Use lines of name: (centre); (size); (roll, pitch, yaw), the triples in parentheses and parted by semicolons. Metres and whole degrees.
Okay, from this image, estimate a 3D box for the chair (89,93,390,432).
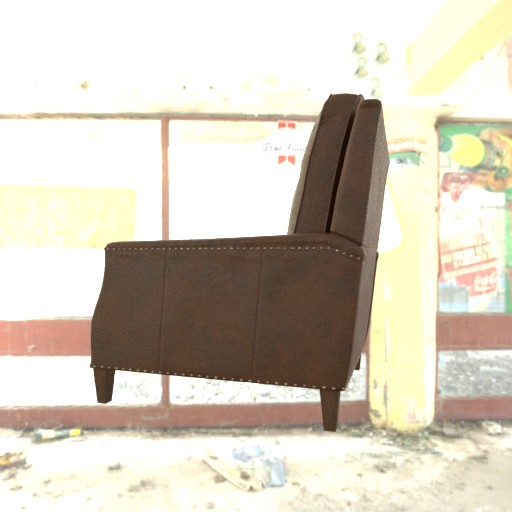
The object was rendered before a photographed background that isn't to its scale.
chair: (0.000, 0.000, 1.821); (1.035, 1.054, 0.854); (0, 0, 18)
